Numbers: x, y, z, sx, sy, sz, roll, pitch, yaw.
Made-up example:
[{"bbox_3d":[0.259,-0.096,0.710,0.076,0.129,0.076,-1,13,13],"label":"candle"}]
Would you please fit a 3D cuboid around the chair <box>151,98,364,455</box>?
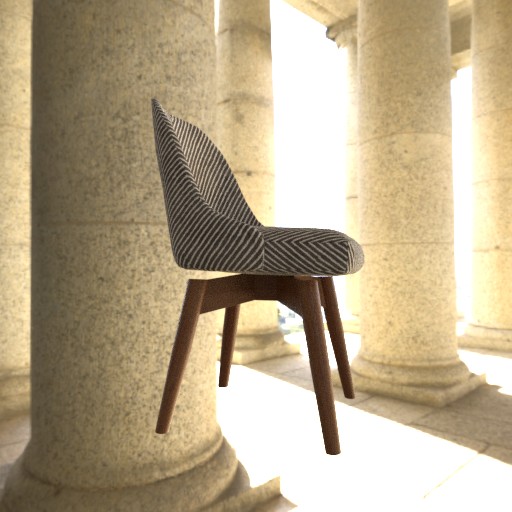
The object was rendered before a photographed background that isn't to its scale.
[{"bbox_3d":[0.000,0.000,1.262,0.591,0.883,0.504,0,-1,17],"label":"chair"}]
